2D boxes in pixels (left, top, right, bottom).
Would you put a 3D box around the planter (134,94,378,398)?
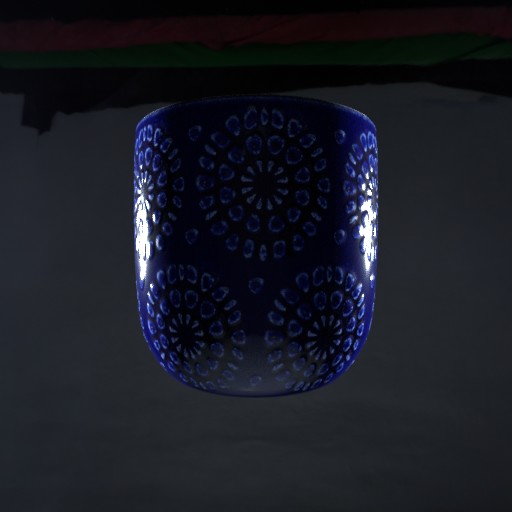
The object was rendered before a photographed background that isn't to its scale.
[{"bbox_3d":[0.000,0.000,0.206,0.109,0.112,0.109,0,-1,0],"label":"planter"}]
